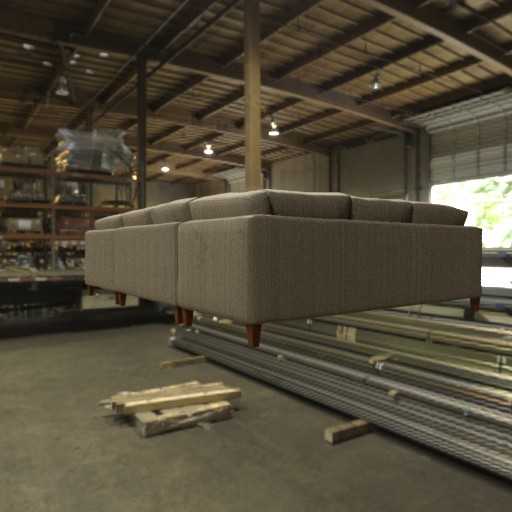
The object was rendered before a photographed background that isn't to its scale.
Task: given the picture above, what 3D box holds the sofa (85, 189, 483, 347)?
[{"bbox_3d":[0.000,0.000,4.606,2.594,0.961,3.460,-1,1,-36],"label":"sofa"}]
